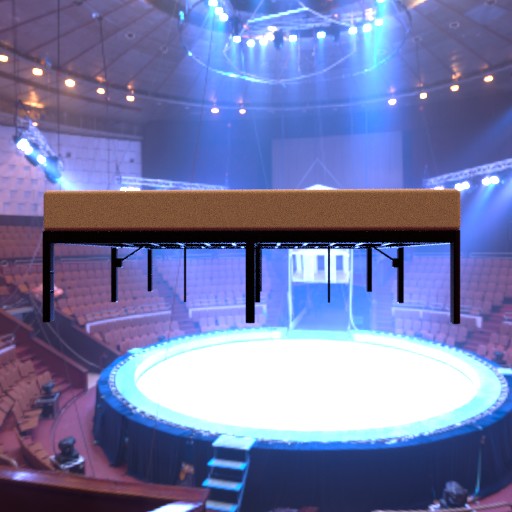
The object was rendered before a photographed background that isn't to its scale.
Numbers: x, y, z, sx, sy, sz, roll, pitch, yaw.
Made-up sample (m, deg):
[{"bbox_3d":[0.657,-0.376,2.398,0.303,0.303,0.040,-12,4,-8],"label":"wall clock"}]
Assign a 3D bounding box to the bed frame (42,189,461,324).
[{"bbox_3d":[0.000,0.000,3.146,2.079,0.659,1.963,0,0,2],"label":"bed frame"}]
